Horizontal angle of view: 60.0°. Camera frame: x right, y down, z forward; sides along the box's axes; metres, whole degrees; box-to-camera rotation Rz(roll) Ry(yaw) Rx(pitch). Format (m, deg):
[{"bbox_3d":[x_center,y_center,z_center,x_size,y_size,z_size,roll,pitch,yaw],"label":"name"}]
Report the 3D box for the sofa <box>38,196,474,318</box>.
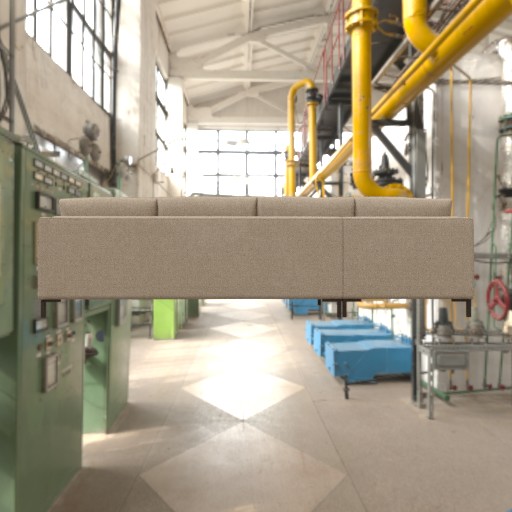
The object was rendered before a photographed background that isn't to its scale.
[{"bbox_3d":[0.000,0.000,3.616,2.923,0.816,1.469,0,0,-1],"label":"sofa"}]
